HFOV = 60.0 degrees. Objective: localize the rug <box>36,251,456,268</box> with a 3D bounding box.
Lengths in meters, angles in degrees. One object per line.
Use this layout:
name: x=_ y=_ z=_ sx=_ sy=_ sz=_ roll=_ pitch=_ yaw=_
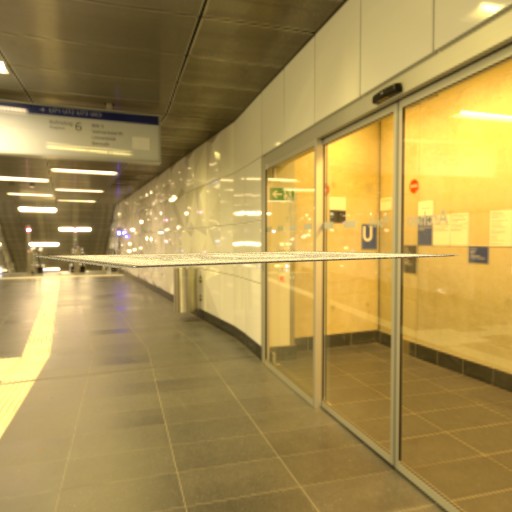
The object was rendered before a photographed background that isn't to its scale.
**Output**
rug: x=0.000 y=0.000 z=4.192 sx=3.422 sy=0.015 sz=2.143 roll=-1 pitch=2 yaw=-36
